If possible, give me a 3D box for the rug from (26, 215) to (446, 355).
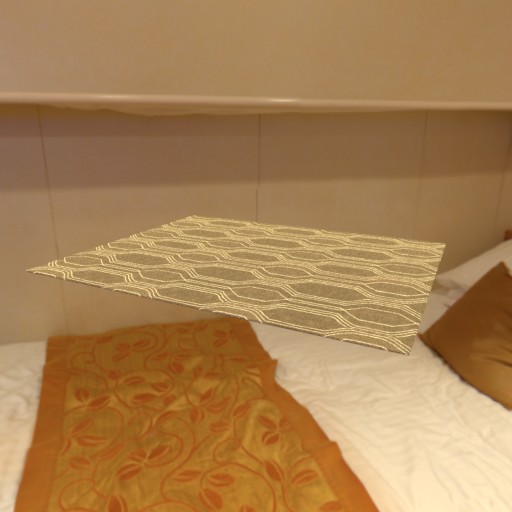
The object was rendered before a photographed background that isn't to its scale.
[{"bbox_3d":[0.000,0.000,4.076,3.062,0.012,2.457,8,19,25],"label":"rug"}]
